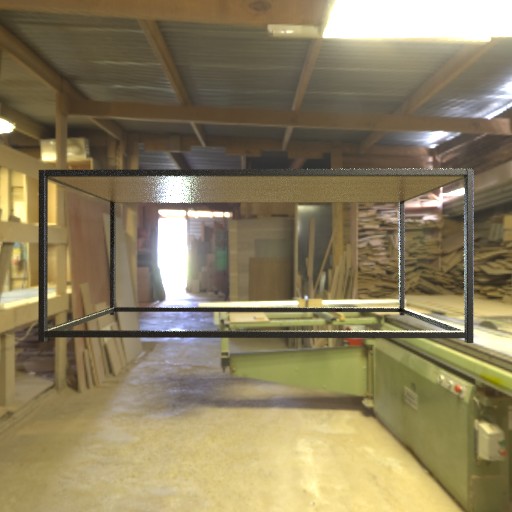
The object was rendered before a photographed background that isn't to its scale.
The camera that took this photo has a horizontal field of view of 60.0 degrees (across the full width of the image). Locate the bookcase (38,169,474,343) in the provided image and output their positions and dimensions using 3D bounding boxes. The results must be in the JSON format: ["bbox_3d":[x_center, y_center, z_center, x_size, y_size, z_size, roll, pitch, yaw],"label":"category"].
[{"bbox_3d":[0.000,0.000,1.267,1.000,0.400,0.500,0,0,1],"label":"bookcase"}]
